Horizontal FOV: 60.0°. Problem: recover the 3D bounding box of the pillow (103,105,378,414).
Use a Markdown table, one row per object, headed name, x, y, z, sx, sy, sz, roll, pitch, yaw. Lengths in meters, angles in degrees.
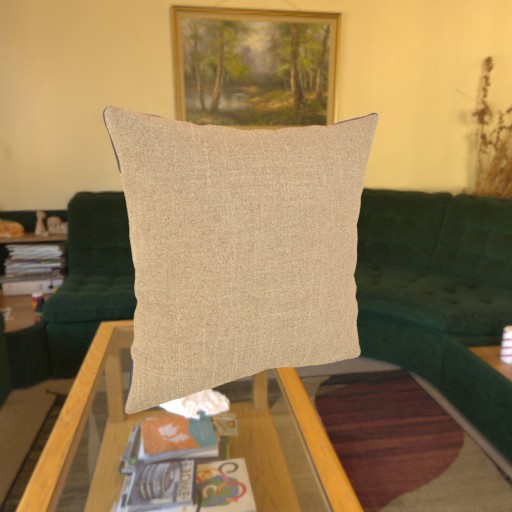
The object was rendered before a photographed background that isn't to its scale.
| name | x | y | z | sx | sy | sz | roll | pitch | yaw |
| --- | --- | --- | --- | --- | --- | --- | --- | --- | --- |
| pillow | 0.000 | 0.000 | 0.702 | 0.440 | 0.441 | 0.147 | -7 | 16 | -25 |
